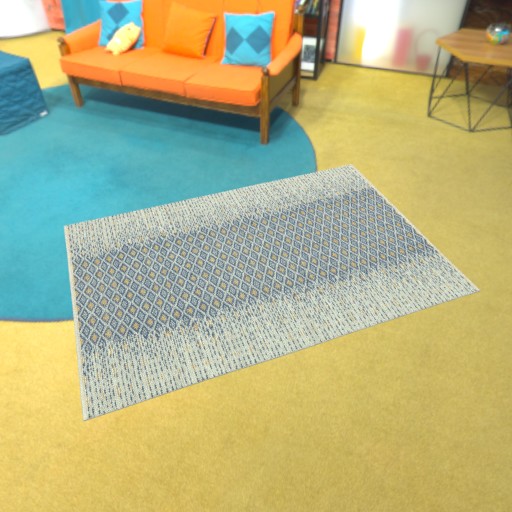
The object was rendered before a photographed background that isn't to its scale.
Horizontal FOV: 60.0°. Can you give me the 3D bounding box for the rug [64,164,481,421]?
[{"bbox_3d":[0.000,0.000,2.291,1.828,0.005,1.219,-15,45,-15],"label":"rug"}]
